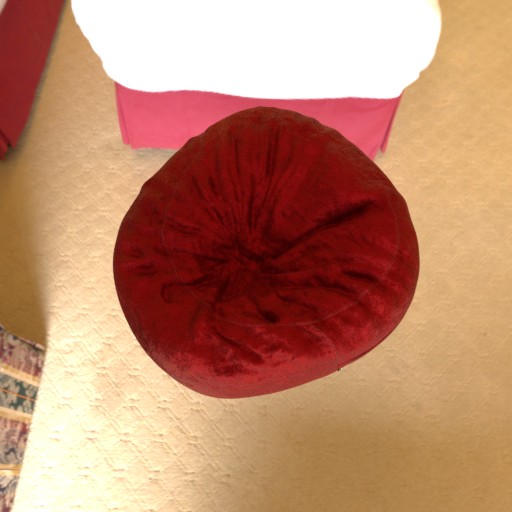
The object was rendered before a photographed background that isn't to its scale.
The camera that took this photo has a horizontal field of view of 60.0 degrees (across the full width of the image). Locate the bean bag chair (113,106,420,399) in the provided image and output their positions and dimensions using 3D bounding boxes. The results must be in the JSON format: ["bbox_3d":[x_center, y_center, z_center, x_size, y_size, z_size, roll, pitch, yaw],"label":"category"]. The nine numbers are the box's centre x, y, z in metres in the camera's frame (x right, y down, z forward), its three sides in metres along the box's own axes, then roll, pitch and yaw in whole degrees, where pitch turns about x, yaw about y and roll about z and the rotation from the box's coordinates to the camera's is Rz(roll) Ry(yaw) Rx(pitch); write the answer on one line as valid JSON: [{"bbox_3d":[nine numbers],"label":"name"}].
[{"bbox_3d":[0.000,0.000,2.431,1.524,0.878,1.524,-33,68,-15],"label":"bean bag chair"}]
